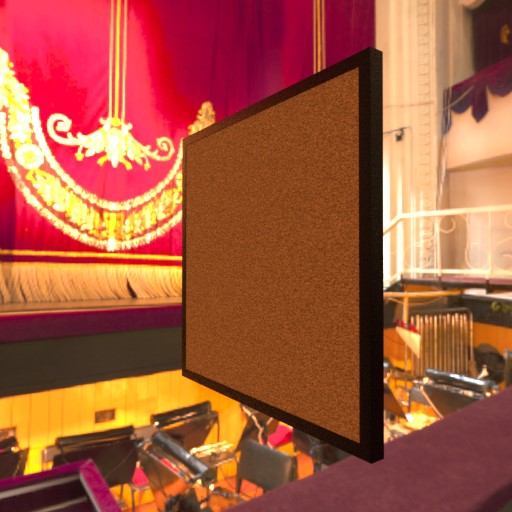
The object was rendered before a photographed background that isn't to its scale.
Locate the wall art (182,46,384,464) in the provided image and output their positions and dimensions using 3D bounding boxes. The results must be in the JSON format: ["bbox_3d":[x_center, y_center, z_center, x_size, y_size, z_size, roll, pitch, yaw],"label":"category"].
[{"bbox_3d":[0.000,0.000,1.117,0.036,0.755,0.756,0,-1,-36],"label":"wall art"}]
